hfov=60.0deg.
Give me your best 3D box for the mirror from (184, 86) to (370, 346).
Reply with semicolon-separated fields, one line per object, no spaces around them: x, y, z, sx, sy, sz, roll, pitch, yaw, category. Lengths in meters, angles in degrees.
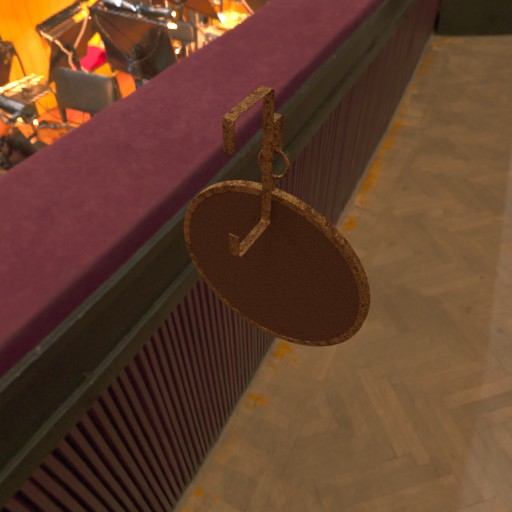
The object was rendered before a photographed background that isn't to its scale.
0.000;0.000;0.855;0.447;0.651;0.144;24;51;21;mirror
